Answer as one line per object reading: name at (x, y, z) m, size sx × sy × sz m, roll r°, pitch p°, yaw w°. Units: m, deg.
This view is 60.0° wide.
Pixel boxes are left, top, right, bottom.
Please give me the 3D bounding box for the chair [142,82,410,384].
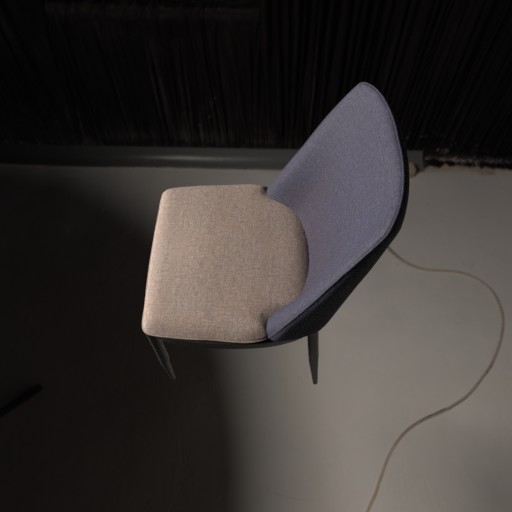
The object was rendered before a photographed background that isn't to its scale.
chair at (0.000, 0.000, 1.162) m, size 0.551 × 0.839 × 0.480 m, roll 0°, pitch 59°, yaw 0°
